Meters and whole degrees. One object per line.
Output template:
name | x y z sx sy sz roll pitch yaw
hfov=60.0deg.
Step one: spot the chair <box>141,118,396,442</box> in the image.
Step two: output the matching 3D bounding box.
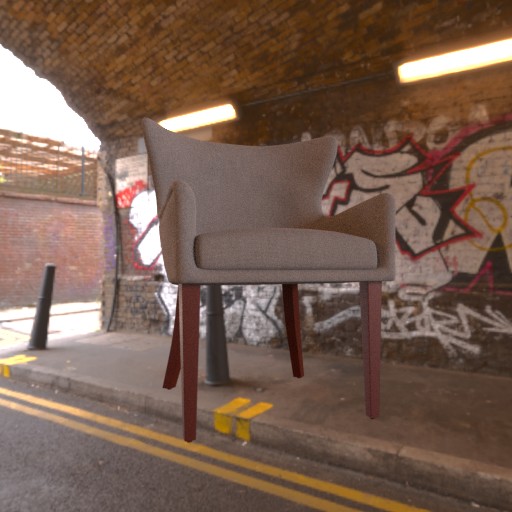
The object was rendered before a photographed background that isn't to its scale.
chair | 0.000 0.000 1.479 0.732 0.948 0.677 0 -1 -18
